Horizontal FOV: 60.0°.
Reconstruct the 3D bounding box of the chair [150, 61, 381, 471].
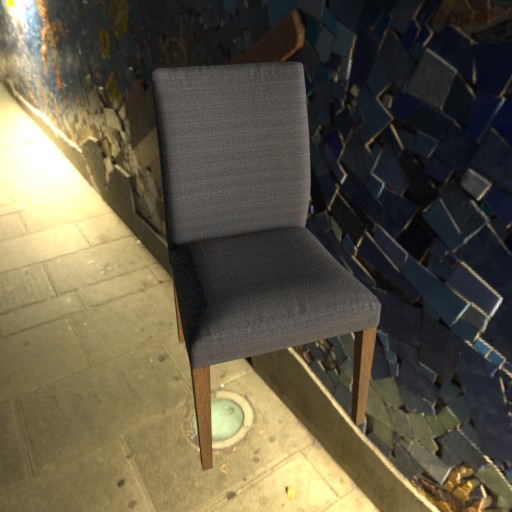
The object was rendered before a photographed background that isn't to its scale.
[{"bbox_3d":[0.000,0.000,1.261,0.496,0.940,0.585,-10,33,-15],"label":"chair"}]
